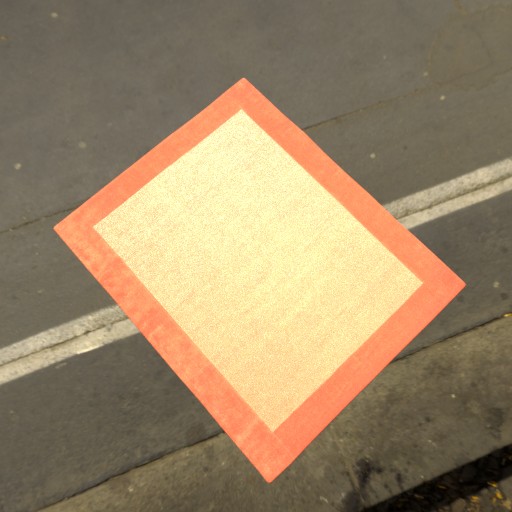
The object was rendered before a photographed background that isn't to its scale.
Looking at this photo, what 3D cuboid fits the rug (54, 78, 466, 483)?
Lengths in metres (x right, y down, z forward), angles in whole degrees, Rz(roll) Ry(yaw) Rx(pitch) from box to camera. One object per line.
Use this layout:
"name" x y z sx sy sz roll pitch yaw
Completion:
"rug" 0.000 0.000 4.064 2.430 0.018 2.976 -42 79 -10
